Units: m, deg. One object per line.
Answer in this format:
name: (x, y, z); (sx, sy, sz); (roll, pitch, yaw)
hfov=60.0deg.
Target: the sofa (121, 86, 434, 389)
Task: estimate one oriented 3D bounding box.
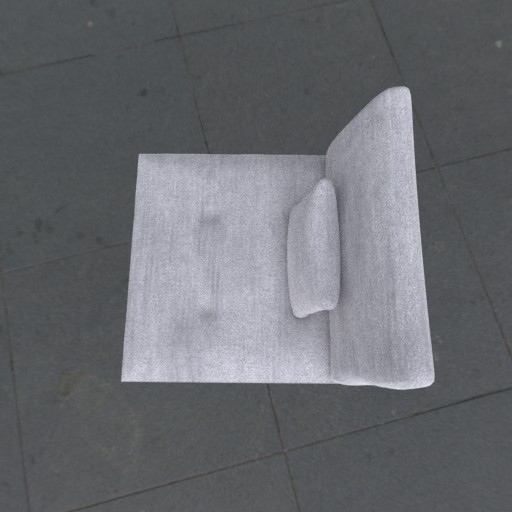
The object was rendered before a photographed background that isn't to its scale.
sofa: (0.000, 0.000, 1.660); (1.000, 0.820, 0.930); (0, 76, 0)
